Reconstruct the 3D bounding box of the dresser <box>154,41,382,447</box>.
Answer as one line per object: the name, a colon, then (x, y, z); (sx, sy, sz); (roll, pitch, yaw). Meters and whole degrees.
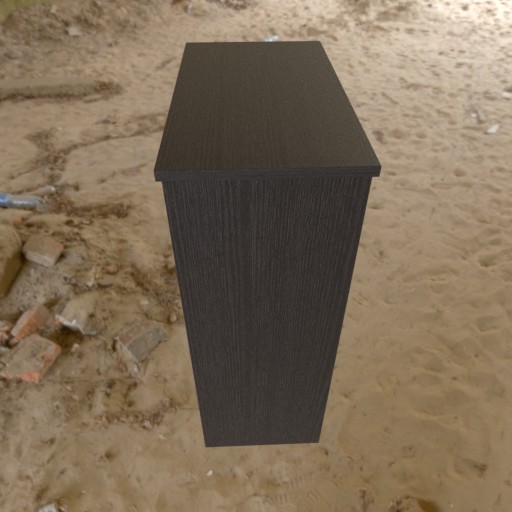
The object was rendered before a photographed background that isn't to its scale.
dresser: (0.000, 0.000, 1.347); (0.399, 1.020, 0.704); (-2, 42, -2)
